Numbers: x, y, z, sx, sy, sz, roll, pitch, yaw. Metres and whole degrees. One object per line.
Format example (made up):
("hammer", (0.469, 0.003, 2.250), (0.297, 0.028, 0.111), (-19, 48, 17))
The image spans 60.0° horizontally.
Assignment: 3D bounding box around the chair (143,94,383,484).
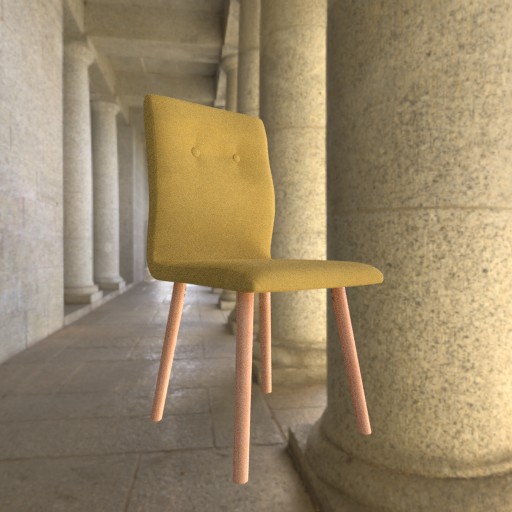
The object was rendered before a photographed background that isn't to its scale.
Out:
("chair", (0.000, 0.000, 1.254), (0.450, 0.965, 0.550), (-1, 1, -37))
